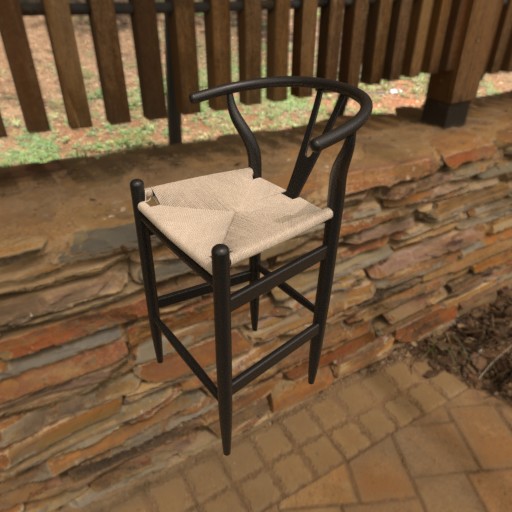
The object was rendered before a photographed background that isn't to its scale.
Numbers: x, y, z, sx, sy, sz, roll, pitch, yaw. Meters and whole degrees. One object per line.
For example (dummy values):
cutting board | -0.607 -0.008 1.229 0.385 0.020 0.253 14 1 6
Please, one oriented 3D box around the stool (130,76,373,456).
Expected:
stool | 0.000 0.000 1.374 0.579 0.970 0.569 -21 37 -30
